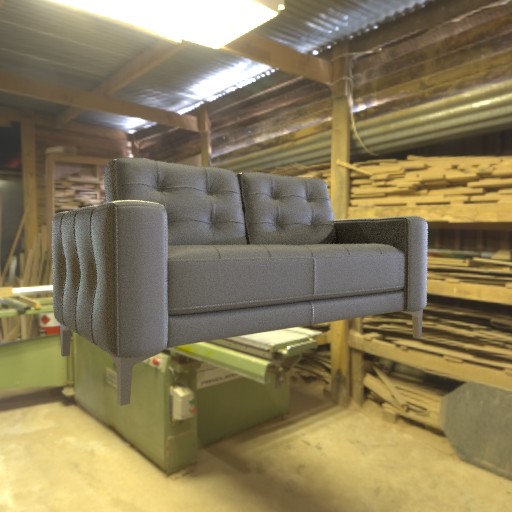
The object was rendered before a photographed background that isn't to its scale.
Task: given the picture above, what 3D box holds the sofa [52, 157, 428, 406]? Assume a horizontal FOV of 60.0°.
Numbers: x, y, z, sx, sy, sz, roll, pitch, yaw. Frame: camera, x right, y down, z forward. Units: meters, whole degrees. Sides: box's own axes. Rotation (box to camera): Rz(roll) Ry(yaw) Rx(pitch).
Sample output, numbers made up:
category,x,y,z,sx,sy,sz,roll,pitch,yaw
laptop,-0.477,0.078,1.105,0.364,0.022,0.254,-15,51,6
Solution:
category,x,y,z,sx,sy,sz,roll,pitch,yaw
sofa,0.000,0.000,2.186,1.726,0.893,0.833,-2,3,-37
